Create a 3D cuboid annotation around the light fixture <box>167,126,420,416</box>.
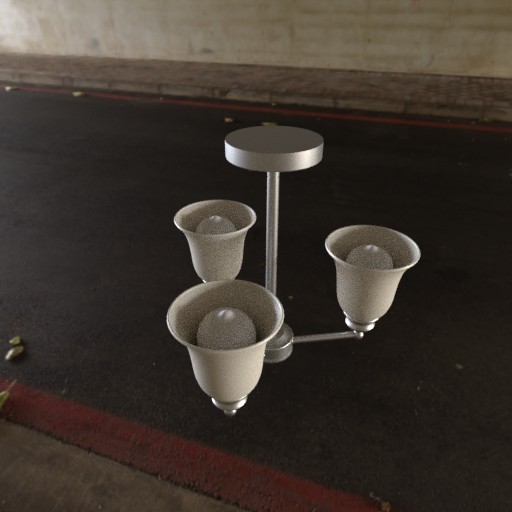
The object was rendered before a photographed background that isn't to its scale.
[{"bbox_3d":[0.000,0.000,0.663,0.388,0.370,0.354,-21,37,-31],"label":"light fixture"}]
